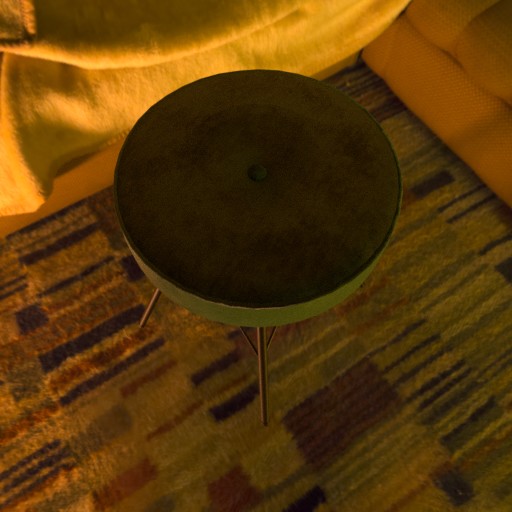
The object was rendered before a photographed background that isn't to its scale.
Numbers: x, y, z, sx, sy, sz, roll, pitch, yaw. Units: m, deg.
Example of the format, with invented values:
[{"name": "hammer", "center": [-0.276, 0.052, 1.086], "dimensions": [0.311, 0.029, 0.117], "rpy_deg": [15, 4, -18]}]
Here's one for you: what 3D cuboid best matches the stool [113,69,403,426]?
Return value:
[{"name": "stool", "center": [0.000, 0.000, 0.904], "dimensions": [0.430, 0.595, 0.457], "rpy_deg": [34, 69, 15]}]
